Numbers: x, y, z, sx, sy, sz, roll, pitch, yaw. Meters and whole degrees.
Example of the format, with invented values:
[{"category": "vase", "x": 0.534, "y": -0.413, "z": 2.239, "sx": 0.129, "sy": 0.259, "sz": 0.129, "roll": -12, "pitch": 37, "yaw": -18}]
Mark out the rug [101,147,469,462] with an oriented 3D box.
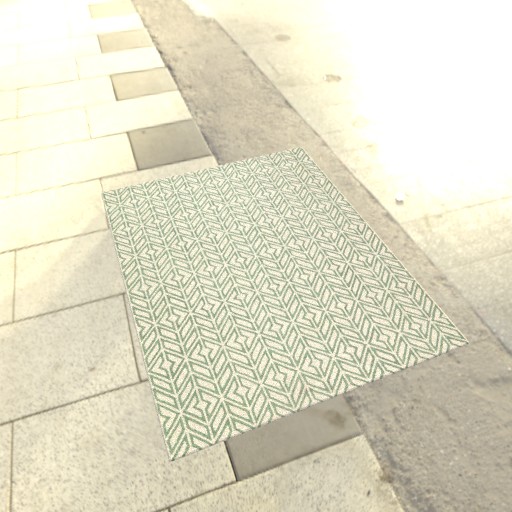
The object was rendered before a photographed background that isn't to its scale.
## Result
[{"category": "rug", "x": 0.000, "y": 0.000, "z": 4.184, "sx": 2.441, "sy": 0.017, "sz": 3.050, "roll": -16, "pitch": 48, "yaw": -15}]
